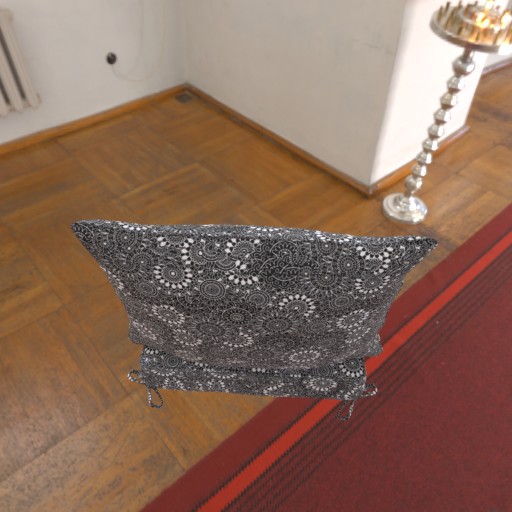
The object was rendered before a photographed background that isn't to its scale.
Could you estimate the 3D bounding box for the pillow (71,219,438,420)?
[{"bbox_3d":[0.000,0.000,1.363,0.798,0.722,0.740,3,45,3],"label":"pillow"}]
